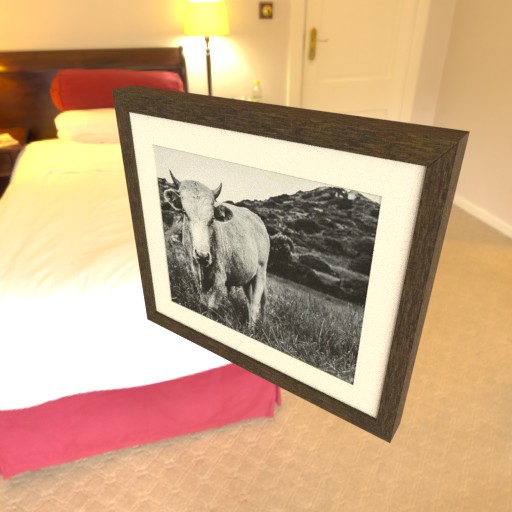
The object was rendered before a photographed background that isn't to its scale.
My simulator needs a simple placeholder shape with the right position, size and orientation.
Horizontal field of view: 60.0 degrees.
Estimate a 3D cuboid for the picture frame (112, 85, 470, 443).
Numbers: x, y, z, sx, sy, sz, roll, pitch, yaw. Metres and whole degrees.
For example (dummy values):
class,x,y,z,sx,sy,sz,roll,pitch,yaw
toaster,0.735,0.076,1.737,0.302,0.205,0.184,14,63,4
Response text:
class,x,y,z,sx,sy,sz,roll,pitch,yaw
picture frame,0.000,0.000,0.505,0.378,0.330,0.033,19,35,30
